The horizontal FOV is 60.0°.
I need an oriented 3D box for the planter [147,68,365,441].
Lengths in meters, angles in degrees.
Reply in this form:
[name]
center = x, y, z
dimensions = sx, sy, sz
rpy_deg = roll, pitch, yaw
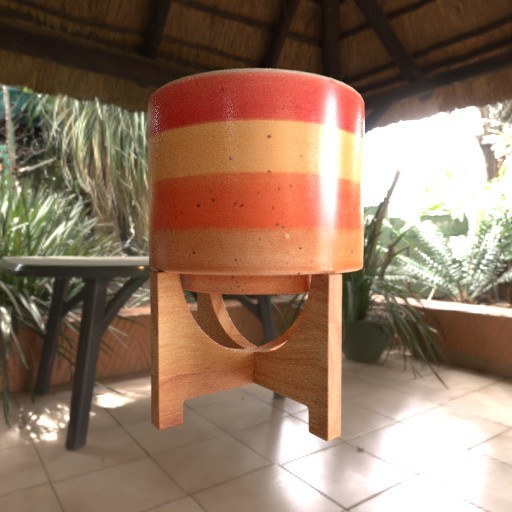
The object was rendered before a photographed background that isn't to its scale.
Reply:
[planter]
center = 0.000, 0.000, 0.405
dimensions = 0.199, 0.268, 0.199
rpy_deg = 0, 2, 0
